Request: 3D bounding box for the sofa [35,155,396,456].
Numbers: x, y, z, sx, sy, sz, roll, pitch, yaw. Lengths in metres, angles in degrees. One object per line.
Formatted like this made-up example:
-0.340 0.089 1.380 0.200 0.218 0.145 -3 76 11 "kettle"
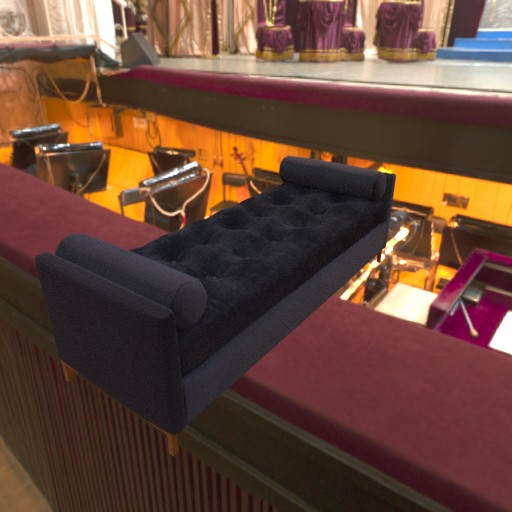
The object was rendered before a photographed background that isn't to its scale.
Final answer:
0.000 0.000 2.506 0.796 0.705 2.102 18 32 32 "sofa"
